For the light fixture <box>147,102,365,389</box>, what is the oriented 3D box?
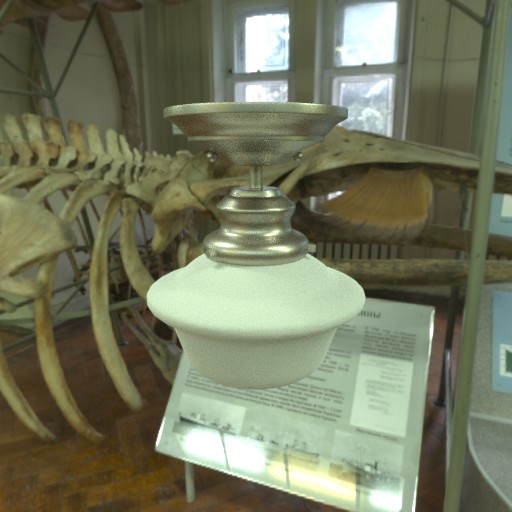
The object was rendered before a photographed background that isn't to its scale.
[{"bbox_3d":[0.000,0.000,0.405,0.199,0.254,0.199,0,14,0],"label":"light fixture"}]
